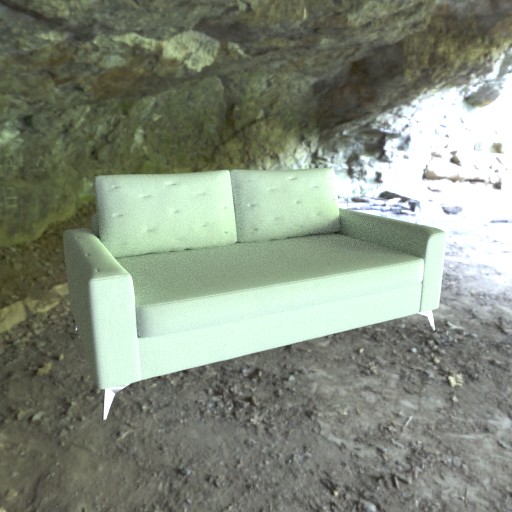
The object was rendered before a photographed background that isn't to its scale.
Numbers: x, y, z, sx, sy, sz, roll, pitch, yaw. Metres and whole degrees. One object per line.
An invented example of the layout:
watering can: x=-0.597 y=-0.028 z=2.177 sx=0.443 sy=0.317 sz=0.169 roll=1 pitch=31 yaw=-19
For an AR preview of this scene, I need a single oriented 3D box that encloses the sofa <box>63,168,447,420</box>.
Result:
sofa: x=0.000 y=0.000 z=2.152 sx=1.650 sy=0.790 sz=0.920 roll=-8 pitch=16 yaw=-27
